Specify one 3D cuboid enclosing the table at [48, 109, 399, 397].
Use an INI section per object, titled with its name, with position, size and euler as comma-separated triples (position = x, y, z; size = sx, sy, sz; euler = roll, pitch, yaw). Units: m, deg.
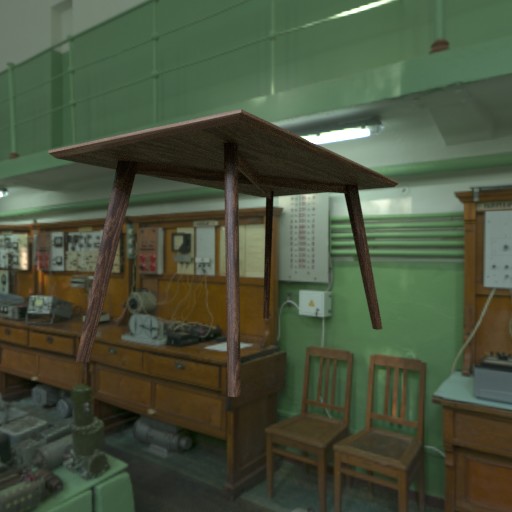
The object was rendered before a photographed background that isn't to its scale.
[table]
position = 0.000, 0.000, 1.852
size = 0.801, 0.724, 1.349
euler = 0, 1, 33
